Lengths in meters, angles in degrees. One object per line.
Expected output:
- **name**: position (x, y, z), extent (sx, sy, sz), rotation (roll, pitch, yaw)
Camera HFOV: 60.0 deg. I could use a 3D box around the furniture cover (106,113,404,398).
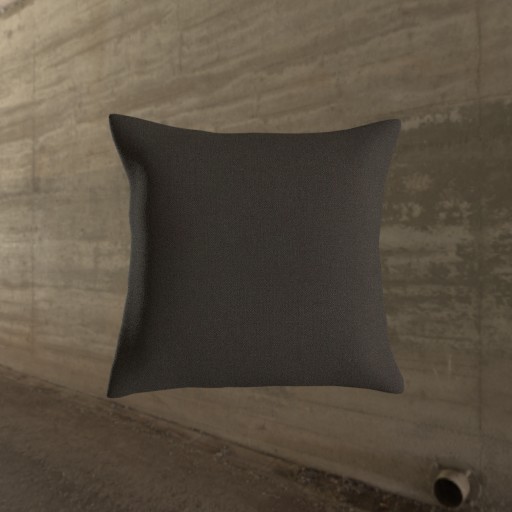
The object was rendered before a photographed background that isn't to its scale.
- **furniture cover**: position (0.000, 0.000, 0.783), extent (0.525, 0.498, 0.180), rotation (0, -1, -1)
